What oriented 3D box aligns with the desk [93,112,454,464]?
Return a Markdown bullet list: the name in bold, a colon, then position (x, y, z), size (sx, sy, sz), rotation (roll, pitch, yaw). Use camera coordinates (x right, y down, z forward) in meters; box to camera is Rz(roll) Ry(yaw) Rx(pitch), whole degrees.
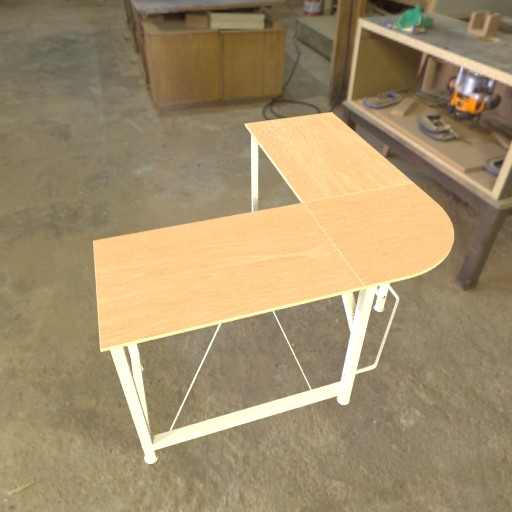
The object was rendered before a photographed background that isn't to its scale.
- **desk**: position (0.000, 0.000, 2.206), size (1.400, 0.762, 1.400), rotation (-12, 41, -14)
